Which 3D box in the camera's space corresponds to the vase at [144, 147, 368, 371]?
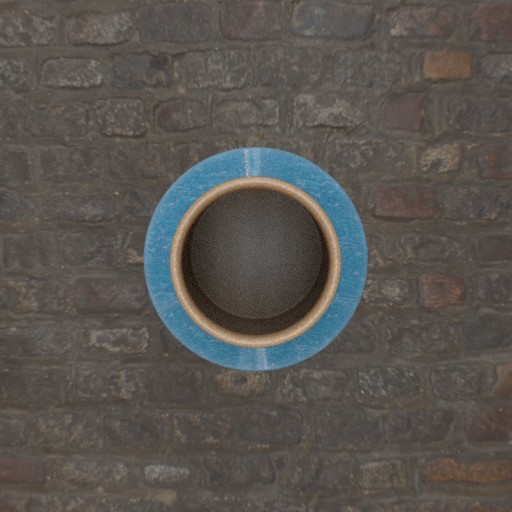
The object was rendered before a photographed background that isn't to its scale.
[{"bbox_3d":[0.000,0.000,0.364,0.163,0.267,0.163,0,92,0],"label":"vase"}]
